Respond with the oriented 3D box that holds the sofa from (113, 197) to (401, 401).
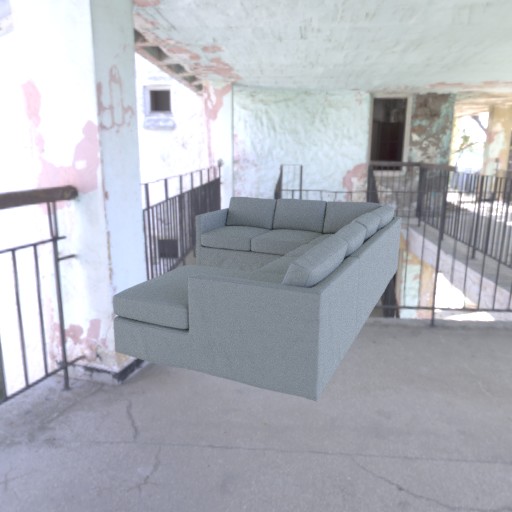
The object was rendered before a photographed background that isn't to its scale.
[{"bbox_3d":[0.000,0.000,4.597,2.427,0.882,3.460,6,15,24],"label":"sofa"}]
